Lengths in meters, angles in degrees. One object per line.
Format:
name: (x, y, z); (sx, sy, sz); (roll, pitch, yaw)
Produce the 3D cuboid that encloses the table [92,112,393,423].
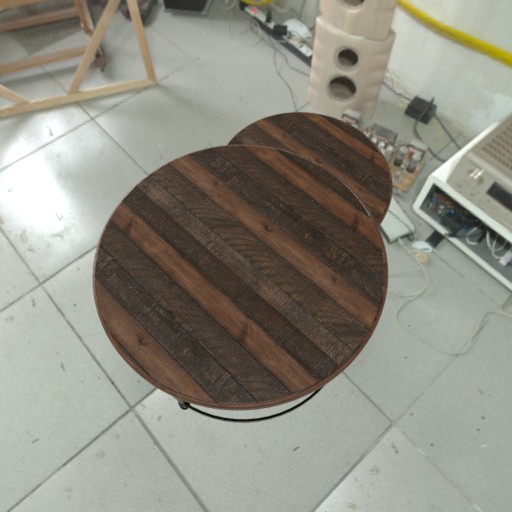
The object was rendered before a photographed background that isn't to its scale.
table: (0.000, 0.000, 1.601); (0.870, 0.516, 1.152); (17, 63, 9)
